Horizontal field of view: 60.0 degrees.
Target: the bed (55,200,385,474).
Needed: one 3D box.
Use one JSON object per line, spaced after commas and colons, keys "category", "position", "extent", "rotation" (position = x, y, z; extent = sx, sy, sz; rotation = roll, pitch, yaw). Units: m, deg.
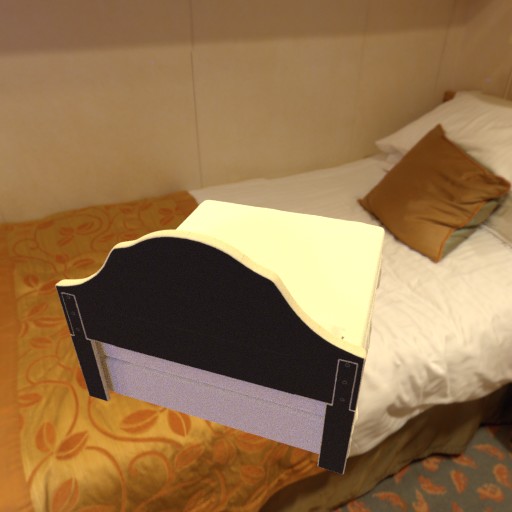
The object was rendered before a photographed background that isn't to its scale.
{"category": "bed", "position": [0.000, 0.000, 3.572], "extent": [2.008, 1.615, 2.214], "rotation": [11, 35, 16]}
